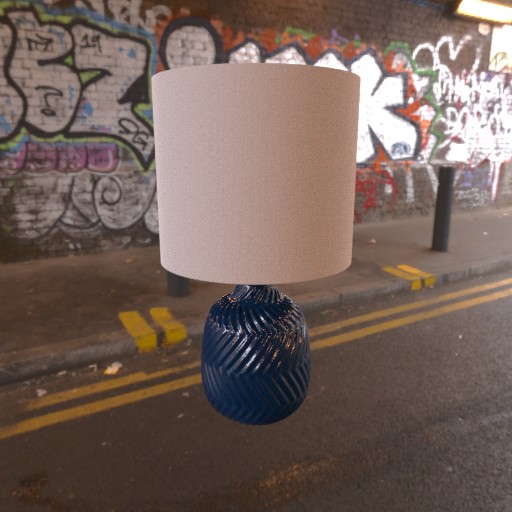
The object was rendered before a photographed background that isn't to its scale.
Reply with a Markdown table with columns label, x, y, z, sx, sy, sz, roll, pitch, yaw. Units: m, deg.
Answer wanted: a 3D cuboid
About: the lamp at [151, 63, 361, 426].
| label | x | y | z | sx | sy | sz | roll | pitch | yaw |
| --- | --- | --- | --- | --- | --- | --- | --- | --- | --- |
| lamp | 0.000 | 0.000 | 0.483 | 0.203 | 0.368 | 0.203 | 2 | 14 | 10 |
